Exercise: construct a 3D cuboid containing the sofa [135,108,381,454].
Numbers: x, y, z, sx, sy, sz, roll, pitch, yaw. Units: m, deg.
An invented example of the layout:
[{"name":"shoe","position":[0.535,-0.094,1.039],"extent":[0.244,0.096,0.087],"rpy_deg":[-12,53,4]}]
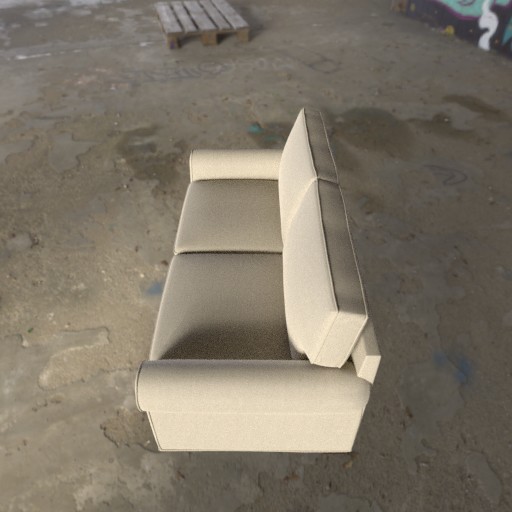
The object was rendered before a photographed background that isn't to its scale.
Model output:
[{"name":"sofa","position":[0.000,0.000,2.260],"extent":[0.861,0.933,1.774],"rpy_deg":[0,42,0]}]
